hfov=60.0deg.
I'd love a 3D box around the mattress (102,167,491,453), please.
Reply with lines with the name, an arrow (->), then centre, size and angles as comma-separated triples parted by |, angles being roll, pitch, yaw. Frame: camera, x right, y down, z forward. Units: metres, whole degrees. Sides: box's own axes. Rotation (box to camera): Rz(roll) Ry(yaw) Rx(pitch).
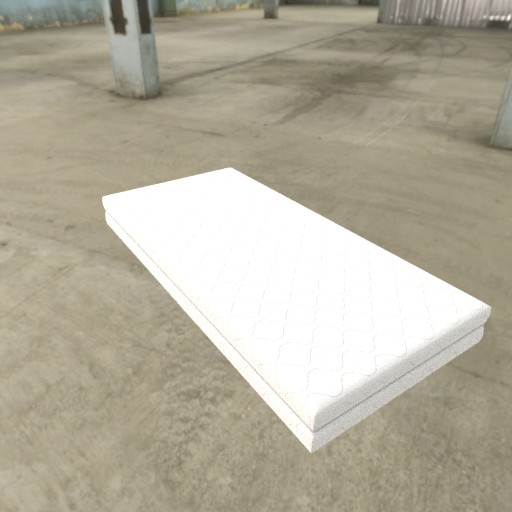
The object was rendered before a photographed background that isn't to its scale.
mattress -> 0.000, 0.000, 2.193 | 0.900, 0.200, 1.900 | -20, 36, -29
